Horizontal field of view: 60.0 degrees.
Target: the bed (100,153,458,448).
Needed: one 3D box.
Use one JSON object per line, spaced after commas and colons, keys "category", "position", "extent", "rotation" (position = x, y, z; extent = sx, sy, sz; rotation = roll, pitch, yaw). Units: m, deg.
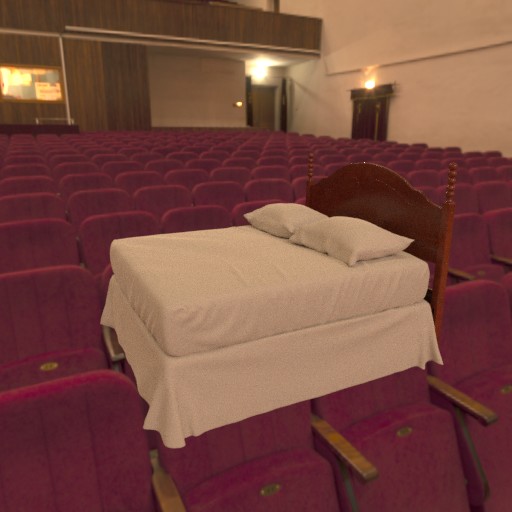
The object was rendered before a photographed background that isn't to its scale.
{"category": "bed", "position": [0.000, 0.000, 3.204], "extent": [2.040, 1.356, 1.873], "rotation": [-8, 17, -26]}
